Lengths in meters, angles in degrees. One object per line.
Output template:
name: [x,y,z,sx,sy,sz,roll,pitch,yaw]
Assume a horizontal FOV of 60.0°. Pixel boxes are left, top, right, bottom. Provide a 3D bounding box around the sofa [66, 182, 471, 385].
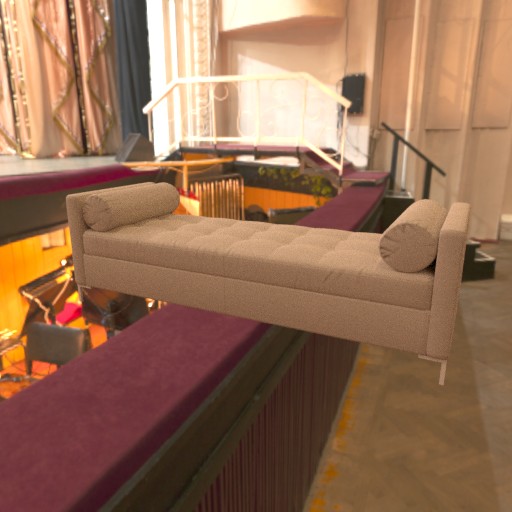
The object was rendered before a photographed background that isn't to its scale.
sofa: [0.000,0.000,2.349,1.981,0.635,0.686,8,18,25]
